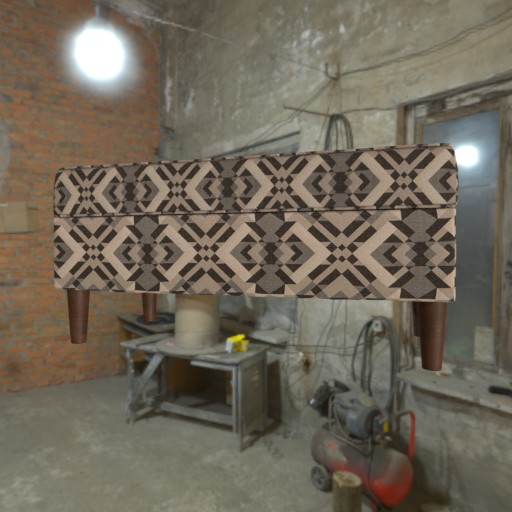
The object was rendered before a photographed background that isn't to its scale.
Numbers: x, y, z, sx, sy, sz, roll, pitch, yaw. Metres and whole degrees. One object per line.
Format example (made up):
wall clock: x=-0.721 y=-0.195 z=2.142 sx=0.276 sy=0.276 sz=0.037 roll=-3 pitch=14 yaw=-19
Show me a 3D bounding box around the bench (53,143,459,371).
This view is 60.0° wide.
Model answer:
bench: x=0.000 y=0.000 z=1.270 sx=1.016 sy=0.477 sz=0.492 roll=0 pitch=1 yaw=17
